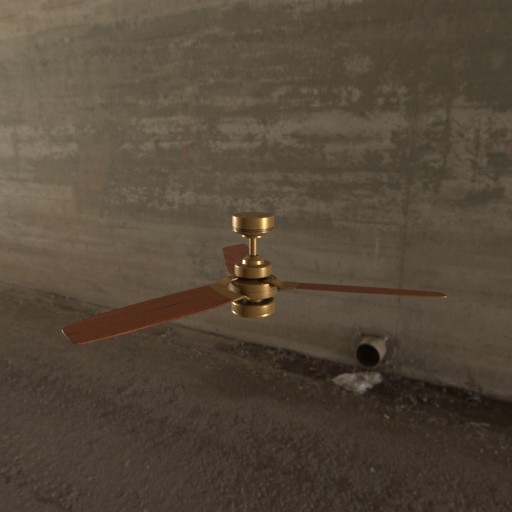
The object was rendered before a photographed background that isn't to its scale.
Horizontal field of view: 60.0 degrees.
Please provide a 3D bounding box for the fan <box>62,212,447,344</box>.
[{"bbox_3d":[0.000,0.000,2.024,1.416,0.425,1.271,-2,14,-9],"label":"fan"}]
